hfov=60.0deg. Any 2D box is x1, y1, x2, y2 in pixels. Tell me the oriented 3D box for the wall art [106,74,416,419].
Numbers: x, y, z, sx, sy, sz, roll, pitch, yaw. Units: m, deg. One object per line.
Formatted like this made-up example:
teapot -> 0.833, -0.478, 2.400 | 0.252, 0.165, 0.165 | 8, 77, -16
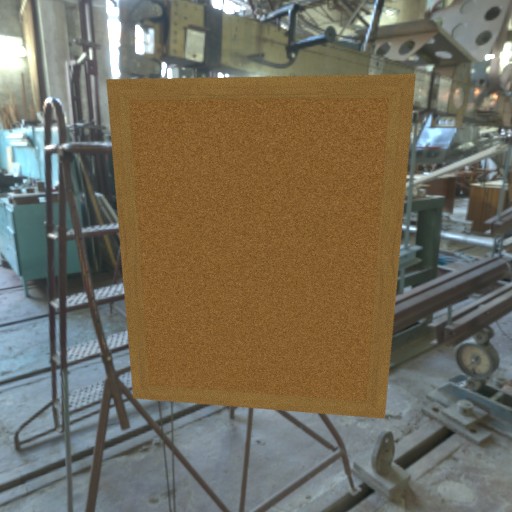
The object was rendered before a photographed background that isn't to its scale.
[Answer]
wall art -> 0.000, 0.000, 0.508 | 0.312, 0.380, 0.030 | 2, 16, 7
